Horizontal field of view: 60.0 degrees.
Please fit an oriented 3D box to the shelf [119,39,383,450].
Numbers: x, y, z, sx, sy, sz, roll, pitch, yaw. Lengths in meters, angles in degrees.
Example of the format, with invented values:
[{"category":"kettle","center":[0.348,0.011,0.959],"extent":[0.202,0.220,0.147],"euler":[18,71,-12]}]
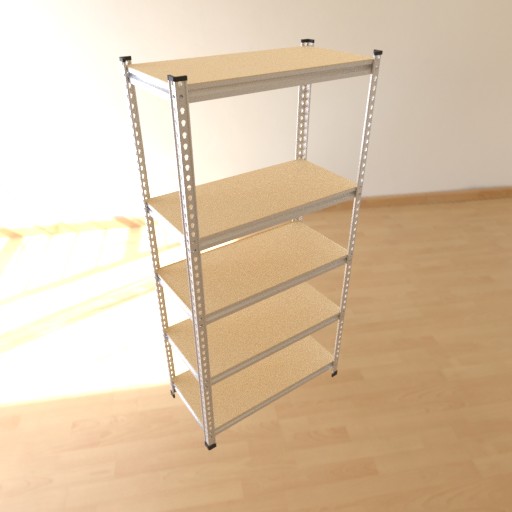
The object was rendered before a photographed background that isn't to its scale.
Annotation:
[{"category":"shelf","center":[0.000,0.000,2.180],"extent":[0.914,1.829,0.457],"euler":[-21,38,-29]}]
